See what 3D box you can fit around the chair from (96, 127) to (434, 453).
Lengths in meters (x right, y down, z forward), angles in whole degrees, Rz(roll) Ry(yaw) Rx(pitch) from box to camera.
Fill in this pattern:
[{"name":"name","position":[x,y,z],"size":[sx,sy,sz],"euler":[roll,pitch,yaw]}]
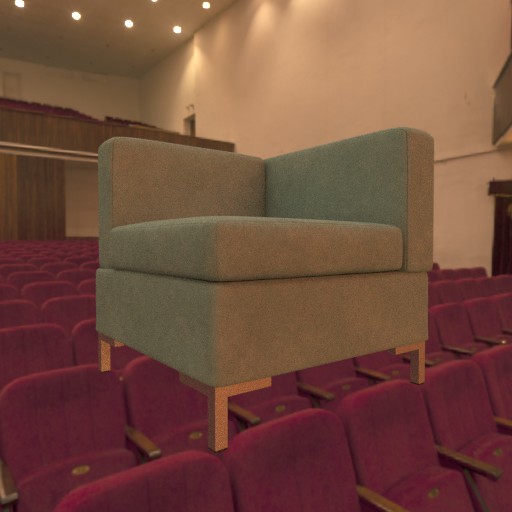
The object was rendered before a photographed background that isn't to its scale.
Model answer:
[{"name":"chair","position":[0.000,0.000,1.191],"size":[0.680,0.660,0.680],"euler":[-1,2,-37]}]
